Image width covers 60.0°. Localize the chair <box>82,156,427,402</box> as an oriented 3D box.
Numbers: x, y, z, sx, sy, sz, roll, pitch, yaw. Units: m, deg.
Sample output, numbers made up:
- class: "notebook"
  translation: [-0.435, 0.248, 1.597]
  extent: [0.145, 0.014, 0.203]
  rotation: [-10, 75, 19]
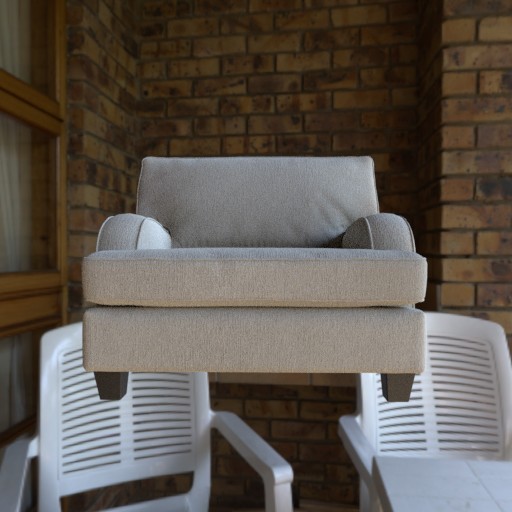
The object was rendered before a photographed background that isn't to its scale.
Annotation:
- class: "chair"
  translation: [0.000, 0.000, 1.997]
  extent: [1.220, 1.016, 1.041]
  rotation: [0, 0, 1]
